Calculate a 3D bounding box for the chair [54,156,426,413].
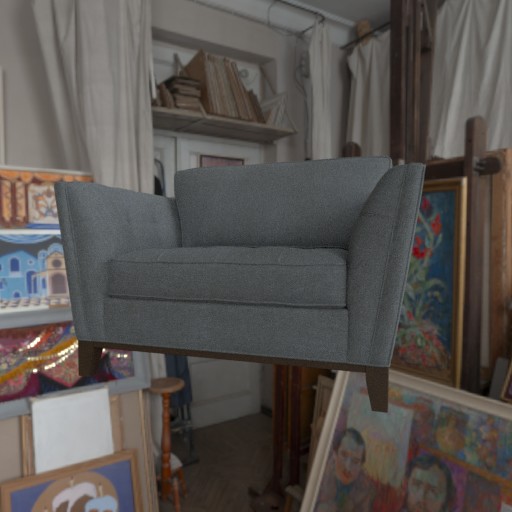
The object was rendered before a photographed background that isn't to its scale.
[{"bbox_3d":[0.000,0.000,2.012,1.396,0.942,0.965,1,2,19],"label":"chair"}]
